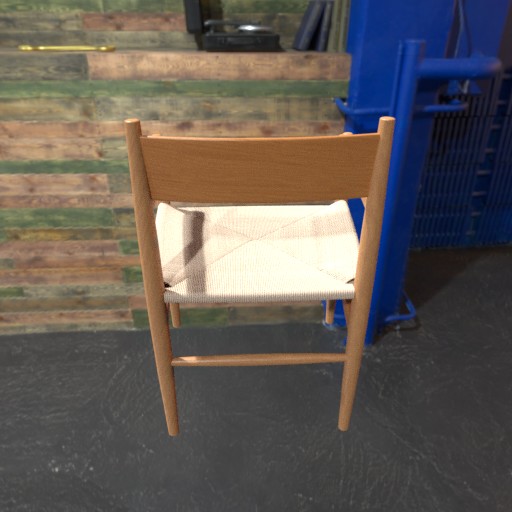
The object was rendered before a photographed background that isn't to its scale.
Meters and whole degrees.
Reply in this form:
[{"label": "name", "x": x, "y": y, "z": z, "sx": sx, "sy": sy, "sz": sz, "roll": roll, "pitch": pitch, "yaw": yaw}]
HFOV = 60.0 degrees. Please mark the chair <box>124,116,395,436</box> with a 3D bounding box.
[{"label": "chair", "x": 0.000, "y": 0.000, "z": 1.110, "sx": 0.556, "sy": 0.762, "sz": 0.495, "roll": -1, "pitch": 29, "yaw": -2}]
